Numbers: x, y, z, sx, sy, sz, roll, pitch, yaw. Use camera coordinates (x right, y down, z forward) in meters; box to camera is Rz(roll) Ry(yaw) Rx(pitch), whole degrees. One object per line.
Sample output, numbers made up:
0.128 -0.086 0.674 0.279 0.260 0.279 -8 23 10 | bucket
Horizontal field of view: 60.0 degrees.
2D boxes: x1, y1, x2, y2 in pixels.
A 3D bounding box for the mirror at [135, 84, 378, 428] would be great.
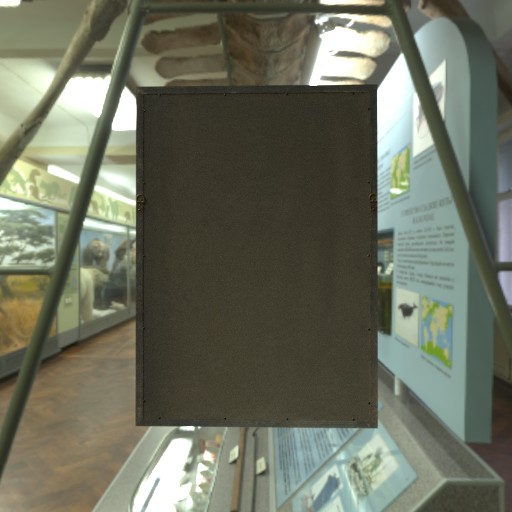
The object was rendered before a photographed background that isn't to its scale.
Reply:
0.000 0.000 1.299 0.705 0.996 0.025 0 0 1 | mirror
